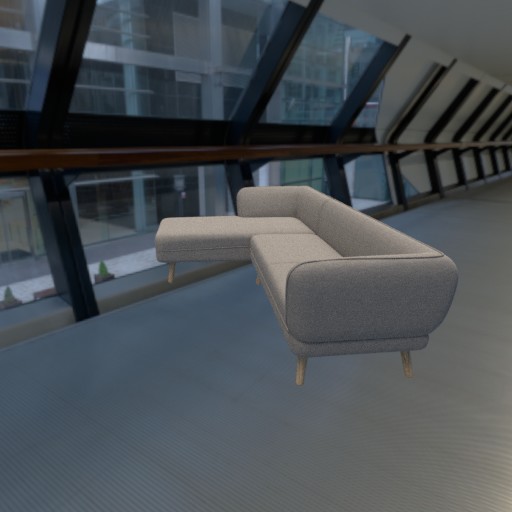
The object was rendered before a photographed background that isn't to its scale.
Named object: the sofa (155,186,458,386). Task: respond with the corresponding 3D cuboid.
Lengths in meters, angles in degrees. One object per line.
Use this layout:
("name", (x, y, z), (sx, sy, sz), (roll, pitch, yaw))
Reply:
("sofa", (0.000, 0.000, 3.221), (1.532, 0.693, 2.653), (-2, 16, -7))
